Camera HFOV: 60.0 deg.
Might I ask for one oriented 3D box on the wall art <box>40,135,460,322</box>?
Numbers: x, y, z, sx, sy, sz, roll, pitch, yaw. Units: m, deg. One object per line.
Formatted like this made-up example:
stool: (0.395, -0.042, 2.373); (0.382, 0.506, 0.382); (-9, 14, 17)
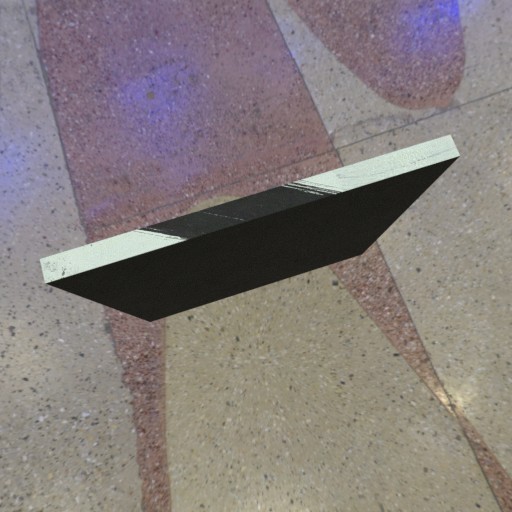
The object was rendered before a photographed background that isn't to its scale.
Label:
wall art: (0.000, 0.000, 1.153); (0.765, 0.765, 0.046); (-17, 77, -4)
